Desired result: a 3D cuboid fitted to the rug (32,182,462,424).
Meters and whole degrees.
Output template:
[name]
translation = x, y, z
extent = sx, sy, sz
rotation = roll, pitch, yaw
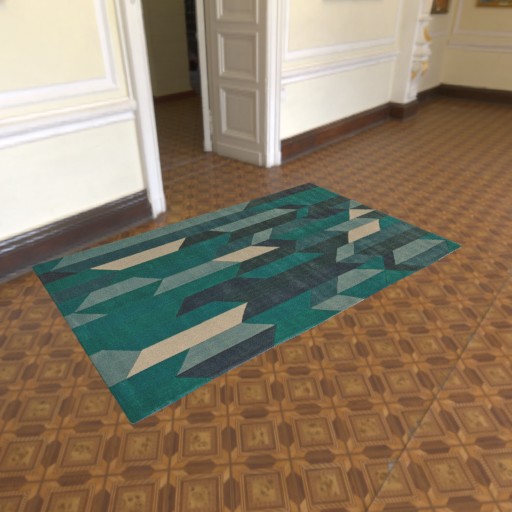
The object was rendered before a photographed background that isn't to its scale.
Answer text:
[rug]
translation = 0.000, 0.000, 2.928
extent = 2.420, 0.005, 1.528
rotation = -21, 36, -32
